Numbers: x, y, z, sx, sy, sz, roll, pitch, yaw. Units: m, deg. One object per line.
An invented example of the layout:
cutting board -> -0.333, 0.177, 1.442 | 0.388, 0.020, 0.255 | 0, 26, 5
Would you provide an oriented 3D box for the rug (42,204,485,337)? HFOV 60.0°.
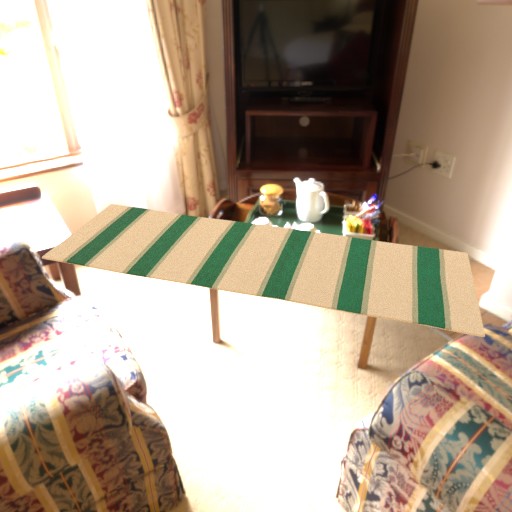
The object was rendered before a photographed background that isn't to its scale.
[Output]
rug -> 0.000, 0.000, 2.655 | 2.438, 0.012, 0.768 | 9, 33, 14
